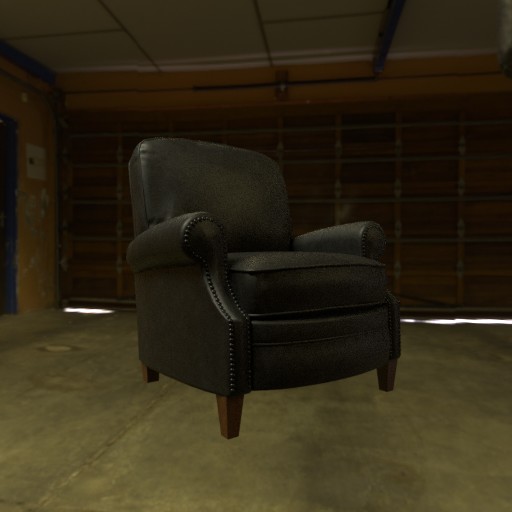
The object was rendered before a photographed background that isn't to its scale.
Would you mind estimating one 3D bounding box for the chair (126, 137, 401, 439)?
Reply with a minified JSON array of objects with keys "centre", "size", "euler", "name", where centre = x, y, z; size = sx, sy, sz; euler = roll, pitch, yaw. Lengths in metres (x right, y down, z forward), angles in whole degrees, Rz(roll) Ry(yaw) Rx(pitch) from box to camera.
[{"centre":[0.000,0.000,1.762],"size":[0.936,1.018,0.986],"euler":[-1,1,-36],"name":"chair"}]
